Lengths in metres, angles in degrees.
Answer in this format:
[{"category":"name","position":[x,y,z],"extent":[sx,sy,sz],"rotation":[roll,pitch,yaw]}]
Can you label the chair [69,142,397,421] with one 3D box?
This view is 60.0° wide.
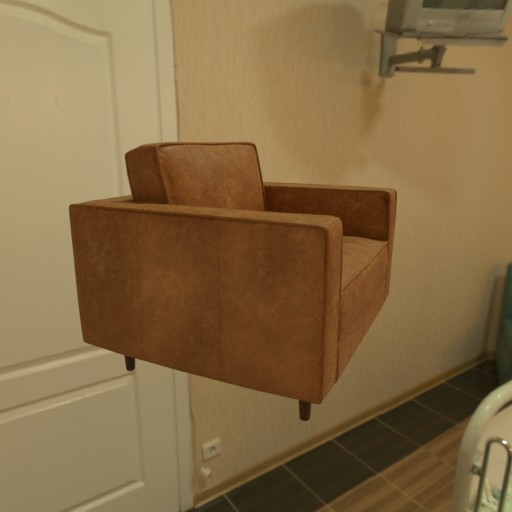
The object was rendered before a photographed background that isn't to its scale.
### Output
[{"category":"chair","position":[0.000,0.000,1.534],"extent":[0.798,0.767,0.928],"rotation":[7,16,25]}]
